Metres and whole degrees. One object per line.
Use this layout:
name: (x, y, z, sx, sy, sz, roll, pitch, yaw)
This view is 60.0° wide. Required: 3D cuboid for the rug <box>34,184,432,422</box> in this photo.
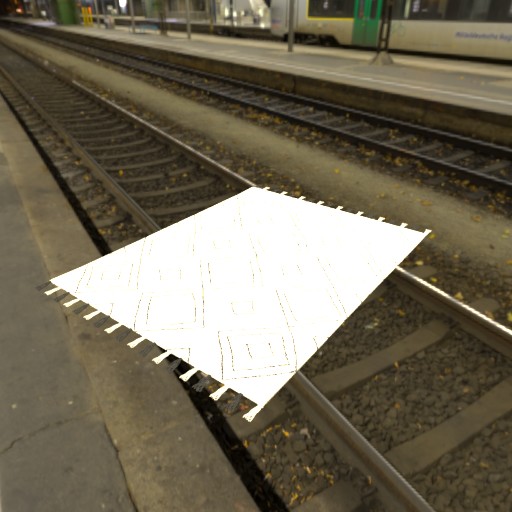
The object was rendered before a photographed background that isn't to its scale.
rug: (0.000, 0.000, 4.302, 2.342, 0.026, 3.221, 20, 35, 32)
